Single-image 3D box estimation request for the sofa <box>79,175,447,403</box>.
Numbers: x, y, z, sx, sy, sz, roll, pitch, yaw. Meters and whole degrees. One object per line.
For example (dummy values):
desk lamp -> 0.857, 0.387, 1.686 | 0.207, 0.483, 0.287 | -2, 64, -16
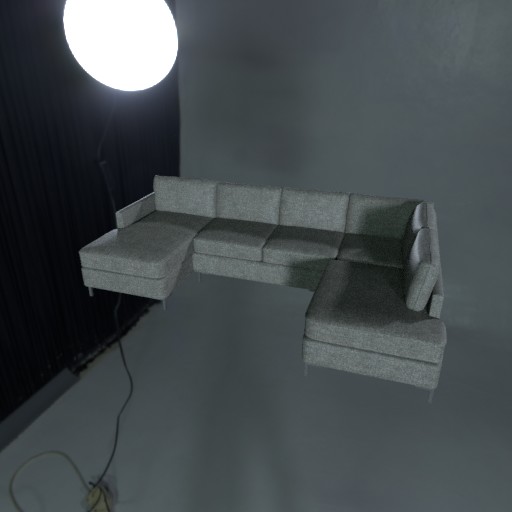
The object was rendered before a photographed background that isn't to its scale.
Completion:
sofa -> 0.000, 0.000, 4.386 | 3.423, 0.999, 2.048 | 8, 26, 17
